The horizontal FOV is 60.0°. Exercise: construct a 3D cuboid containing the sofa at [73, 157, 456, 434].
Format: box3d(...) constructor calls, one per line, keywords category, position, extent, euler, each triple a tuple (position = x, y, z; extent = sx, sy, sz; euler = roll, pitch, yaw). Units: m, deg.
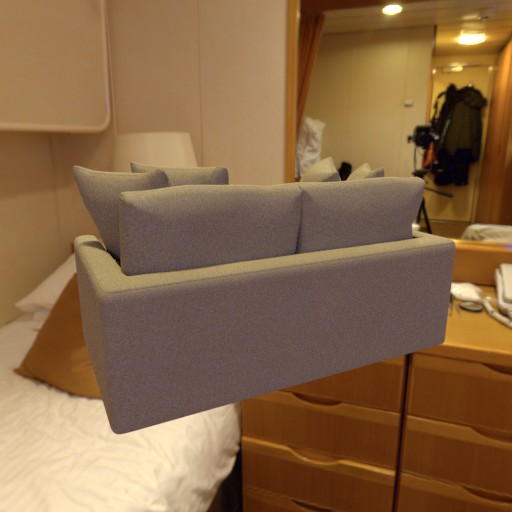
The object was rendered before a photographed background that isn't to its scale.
box3d(category="sofa", position=(0.000, 0.000, 2.551), extent=(1.869, 1.080, 1.228), euler=(-7, 16, -26))
